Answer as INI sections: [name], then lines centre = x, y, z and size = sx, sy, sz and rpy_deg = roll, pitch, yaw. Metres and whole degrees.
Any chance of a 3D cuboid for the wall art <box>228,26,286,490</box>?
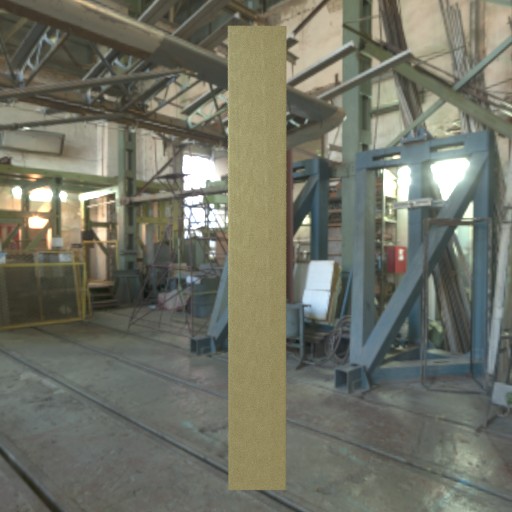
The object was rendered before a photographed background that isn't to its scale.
[wall art]
centre = 0.000, 0.000, 0.443
size = 0.038, 0.305, 0.304
rpy_deg = 0, 1, 0
